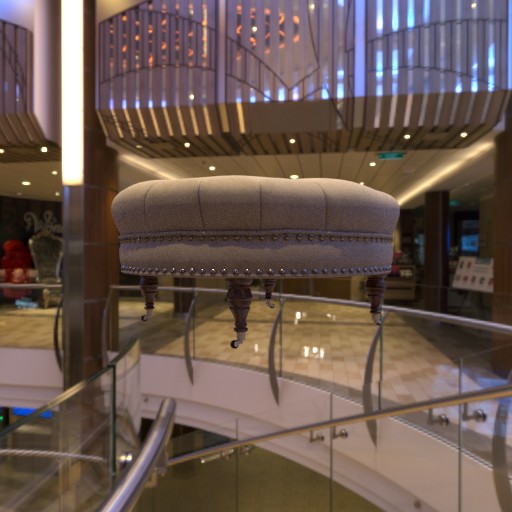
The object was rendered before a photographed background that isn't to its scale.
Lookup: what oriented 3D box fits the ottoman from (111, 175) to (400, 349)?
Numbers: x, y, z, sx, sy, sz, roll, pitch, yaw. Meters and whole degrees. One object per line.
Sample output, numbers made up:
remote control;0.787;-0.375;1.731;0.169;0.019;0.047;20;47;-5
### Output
ottoman;0.000;0.000;1.449;0.901;0.439;0.901;0;1;0
